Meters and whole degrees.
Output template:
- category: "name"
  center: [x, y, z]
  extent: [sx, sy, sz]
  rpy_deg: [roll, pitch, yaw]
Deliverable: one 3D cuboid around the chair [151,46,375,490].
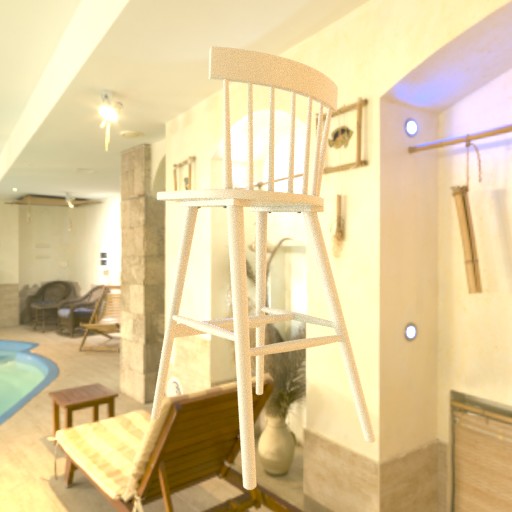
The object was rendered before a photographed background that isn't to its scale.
- category: "chair"
  center: [0.000, 0.000, 1.391]
  extent: [0.483, 1.092, 0.572]
  rpy_deg: [0, 0, -36]
